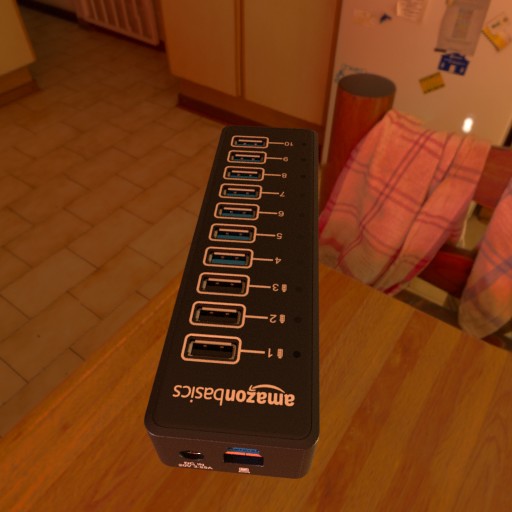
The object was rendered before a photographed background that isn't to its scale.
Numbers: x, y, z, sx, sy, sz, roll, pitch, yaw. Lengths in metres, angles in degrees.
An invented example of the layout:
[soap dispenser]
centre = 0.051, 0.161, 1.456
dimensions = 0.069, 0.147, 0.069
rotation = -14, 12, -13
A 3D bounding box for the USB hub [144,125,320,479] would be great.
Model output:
[USB hub]
centre = 0.000, 0.000, 0.165
dimensions = 0.044, 0.023, 0.145
rotation = 4, 47, 4
